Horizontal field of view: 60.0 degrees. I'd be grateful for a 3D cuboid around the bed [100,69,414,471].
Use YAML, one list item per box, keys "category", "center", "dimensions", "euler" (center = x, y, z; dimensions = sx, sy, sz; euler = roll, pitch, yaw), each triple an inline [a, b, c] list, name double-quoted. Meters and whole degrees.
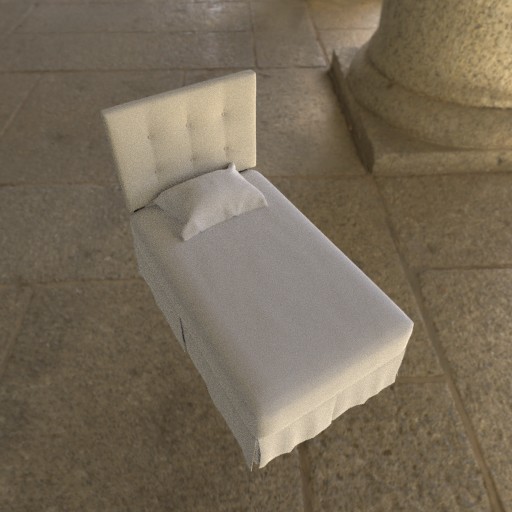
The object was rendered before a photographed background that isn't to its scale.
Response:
- category: "bed"
  center: [0.000, 0.000, 3.019]
  dimensions: [1.261, 1.571, 1.997]
  euler: [-24, 52, -21]
